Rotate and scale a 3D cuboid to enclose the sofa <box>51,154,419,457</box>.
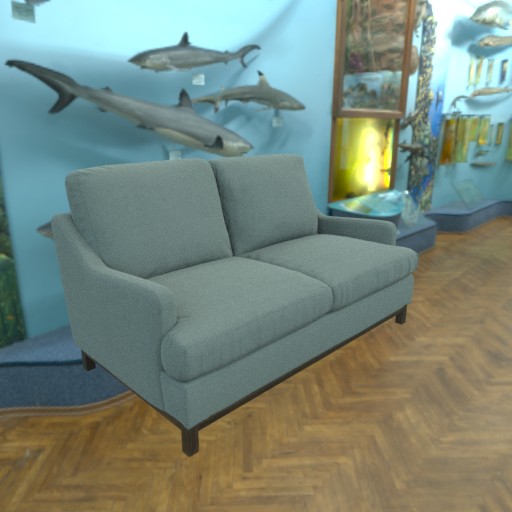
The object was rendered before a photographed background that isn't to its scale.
[{"bbox_3d":[0.000,0.000,2.191,1.589,0.921,0.987,-16,22,-43],"label":"sofa"}]
